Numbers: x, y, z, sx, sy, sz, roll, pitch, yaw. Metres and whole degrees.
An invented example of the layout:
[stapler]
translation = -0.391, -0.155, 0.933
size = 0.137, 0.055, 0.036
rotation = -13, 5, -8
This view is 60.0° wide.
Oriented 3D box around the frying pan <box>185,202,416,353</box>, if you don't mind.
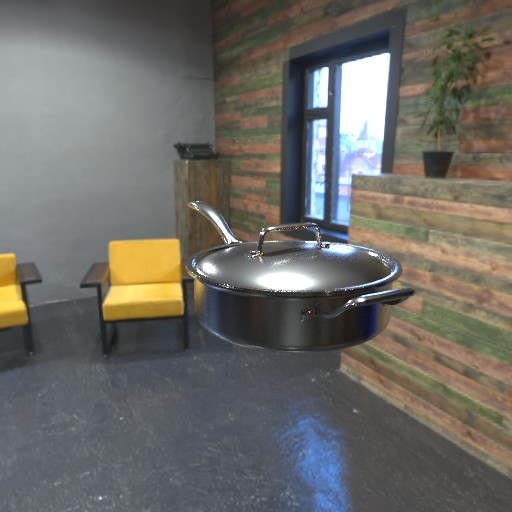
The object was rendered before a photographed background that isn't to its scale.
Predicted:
[frying pan]
translation = 0.000, 0.000, 0.595
size = 0.245, 0.111, 0.492
rotation = -7, 15, -27
